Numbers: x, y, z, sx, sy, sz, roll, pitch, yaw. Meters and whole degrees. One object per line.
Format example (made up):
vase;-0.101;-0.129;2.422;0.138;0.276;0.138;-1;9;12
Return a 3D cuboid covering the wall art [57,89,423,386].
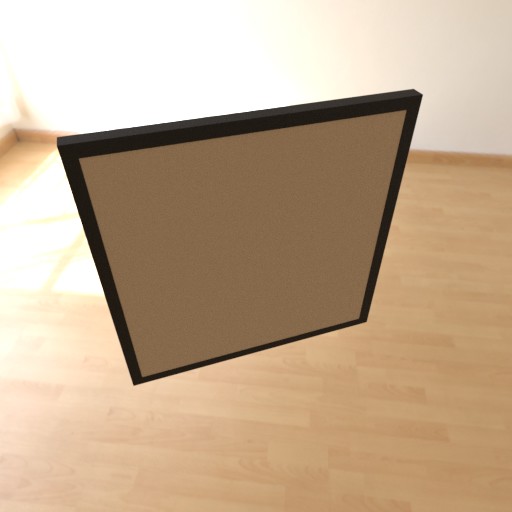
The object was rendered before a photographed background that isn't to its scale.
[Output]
wall art;0.000;0.000;0.459;0.306;0.304;0.015;-12;42;-14
